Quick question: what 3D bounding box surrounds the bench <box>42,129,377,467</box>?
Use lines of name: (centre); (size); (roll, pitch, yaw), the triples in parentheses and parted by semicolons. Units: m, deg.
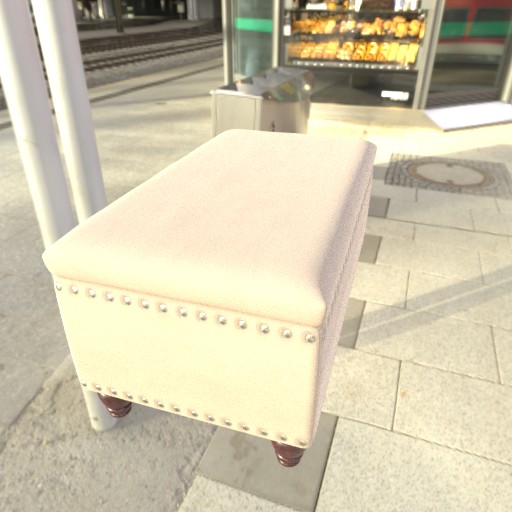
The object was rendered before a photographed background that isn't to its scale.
bench: (0.000, 0.000, 1.159); (0.500, 0.449, 0.887); (9, 31, 16)
